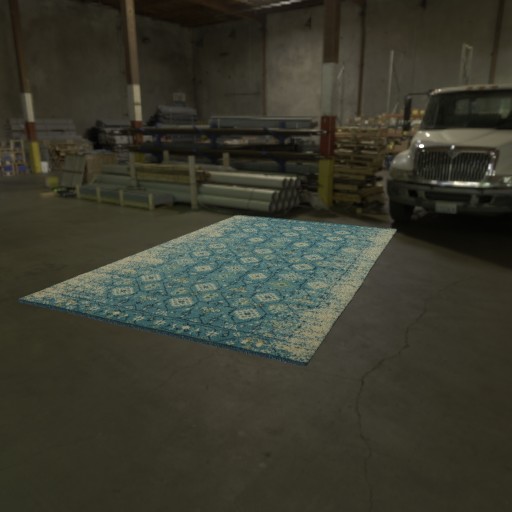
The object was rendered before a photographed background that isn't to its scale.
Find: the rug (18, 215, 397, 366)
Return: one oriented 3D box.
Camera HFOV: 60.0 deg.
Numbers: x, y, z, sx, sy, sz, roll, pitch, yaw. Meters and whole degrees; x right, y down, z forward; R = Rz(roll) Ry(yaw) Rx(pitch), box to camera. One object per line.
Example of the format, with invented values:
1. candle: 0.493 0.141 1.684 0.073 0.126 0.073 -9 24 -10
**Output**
1. rug: 0.000 0.000 2.980 1.530 0.015 2.449 7 18 23
